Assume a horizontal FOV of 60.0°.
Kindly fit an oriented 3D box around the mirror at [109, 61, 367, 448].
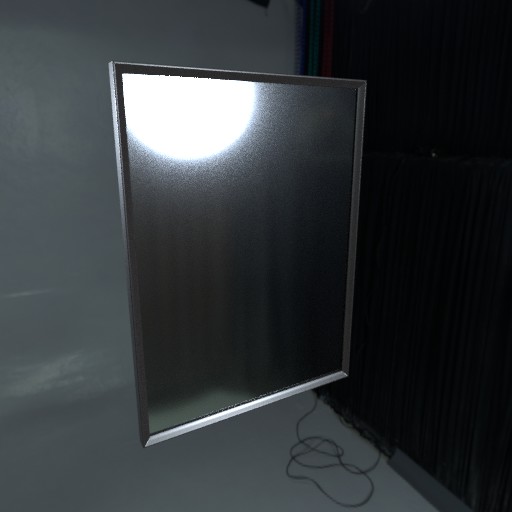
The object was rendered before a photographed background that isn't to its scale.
[{"bbox_3d":[0.000,0.000,1.321,0.762,1.016,0.041,-9,18,-29],"label":"mirror"}]
